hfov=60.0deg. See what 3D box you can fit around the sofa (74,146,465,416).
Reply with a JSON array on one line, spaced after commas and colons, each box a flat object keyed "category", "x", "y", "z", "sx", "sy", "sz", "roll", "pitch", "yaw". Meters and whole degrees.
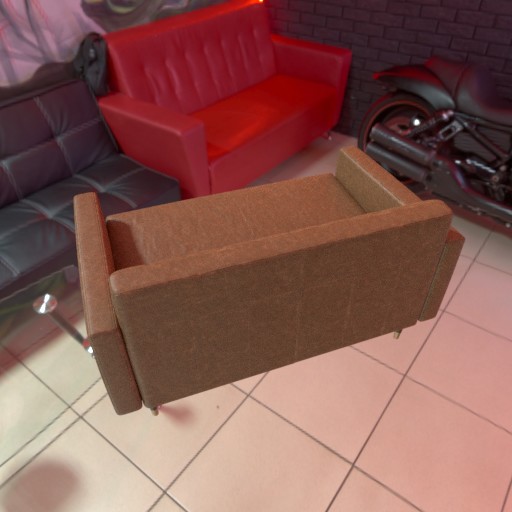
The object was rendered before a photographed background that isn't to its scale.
[{"category": "sofa", "x": 0.000, "y": 0.000, "z": 2.131, "sx": 1.549, "sy": 0.820, "sz": 0.960, "roll": -13, "pitch": 42, "yaw": -15}]
